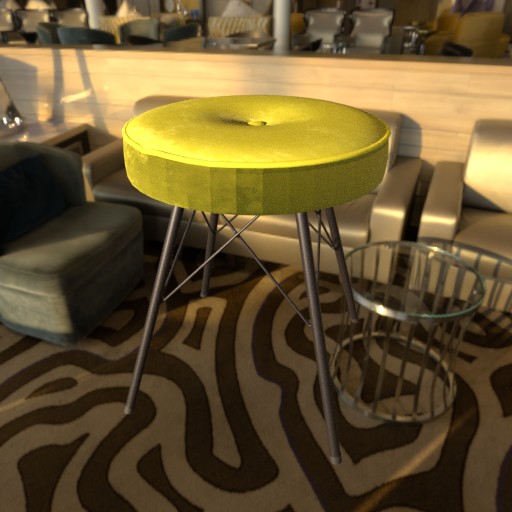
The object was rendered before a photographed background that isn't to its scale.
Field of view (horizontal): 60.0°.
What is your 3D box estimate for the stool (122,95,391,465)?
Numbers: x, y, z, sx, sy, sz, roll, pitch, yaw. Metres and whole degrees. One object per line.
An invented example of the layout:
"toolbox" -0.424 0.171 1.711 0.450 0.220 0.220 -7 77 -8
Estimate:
"stool" 0.000 0.000 0.810 0.409 0.508 0.409 8 31 13
